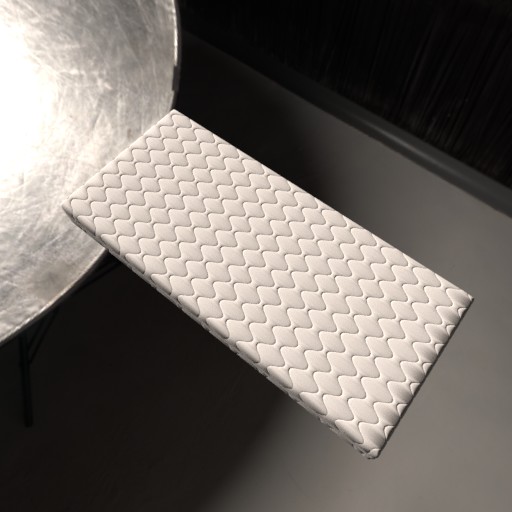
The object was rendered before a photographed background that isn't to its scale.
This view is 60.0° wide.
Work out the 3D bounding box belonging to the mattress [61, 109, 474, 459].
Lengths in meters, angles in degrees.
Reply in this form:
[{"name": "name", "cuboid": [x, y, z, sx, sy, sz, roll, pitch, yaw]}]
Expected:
[{"name": "mattress", "cuboid": [0.000, 0.000, 2.325, 2.000, 0.200, 0.900, 35, 68, 17]}]
